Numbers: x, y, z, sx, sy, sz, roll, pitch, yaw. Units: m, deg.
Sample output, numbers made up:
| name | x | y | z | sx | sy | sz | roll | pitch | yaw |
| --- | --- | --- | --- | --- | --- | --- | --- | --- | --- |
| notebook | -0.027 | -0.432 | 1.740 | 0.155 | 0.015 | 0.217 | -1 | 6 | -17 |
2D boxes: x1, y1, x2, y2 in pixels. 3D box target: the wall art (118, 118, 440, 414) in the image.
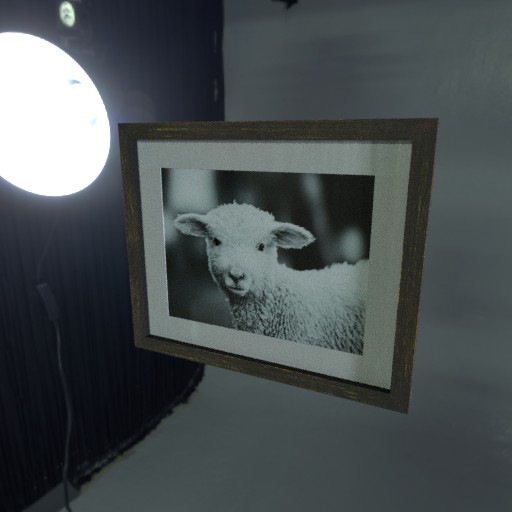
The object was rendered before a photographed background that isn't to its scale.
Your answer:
| name | x | y | z | sx | sy | sz | roll | pitch | yaw |
| --- | --- | --- | --- | --- | --- | --- | --- | --- | --- |
| wall art | 0.000 | 0.000 | 0.785 | 0.558 | 0.457 | 0.032 | 7 | 17 | 25 |
